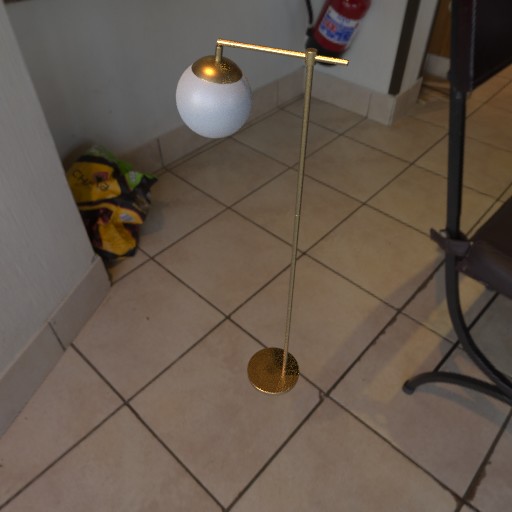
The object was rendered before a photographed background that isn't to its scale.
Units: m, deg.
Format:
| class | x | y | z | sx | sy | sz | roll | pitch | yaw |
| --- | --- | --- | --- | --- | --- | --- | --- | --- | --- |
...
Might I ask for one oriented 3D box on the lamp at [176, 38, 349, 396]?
| class | x | y | z | sx | sy | sz | roll | pitch | yaw |
| --- | --- | --- | --- | --- | --- | --- | --- | --- | --- |
| lamp | 0.000 | 0.000 | 1.633 | 0.476 | 1.505 | 0.249 | 17 | 47 | 17 |
